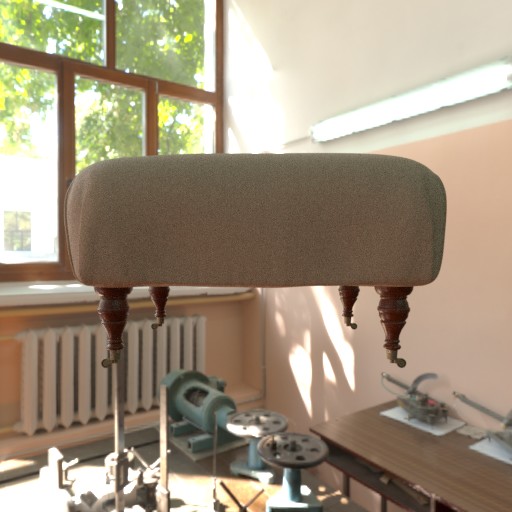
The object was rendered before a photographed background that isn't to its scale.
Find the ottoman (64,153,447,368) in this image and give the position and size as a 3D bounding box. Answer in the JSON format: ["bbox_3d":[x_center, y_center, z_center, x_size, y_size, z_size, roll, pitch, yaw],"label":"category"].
[{"bbox_3d":[0.000,0.000,1.119,0.746,0.450,0.639,0,1,0],"label":"ottoman"}]
